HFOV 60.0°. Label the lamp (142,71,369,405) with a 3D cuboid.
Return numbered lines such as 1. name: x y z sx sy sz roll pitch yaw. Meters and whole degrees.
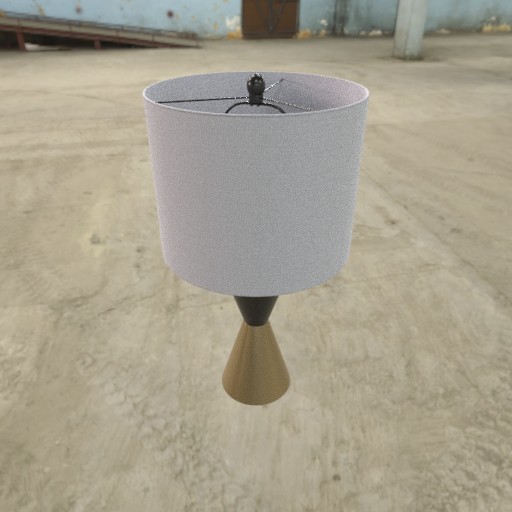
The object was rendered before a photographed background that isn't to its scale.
1. lamp: 0.000 0.000 0.744 0.304 0.573 0.304 9 32 15
